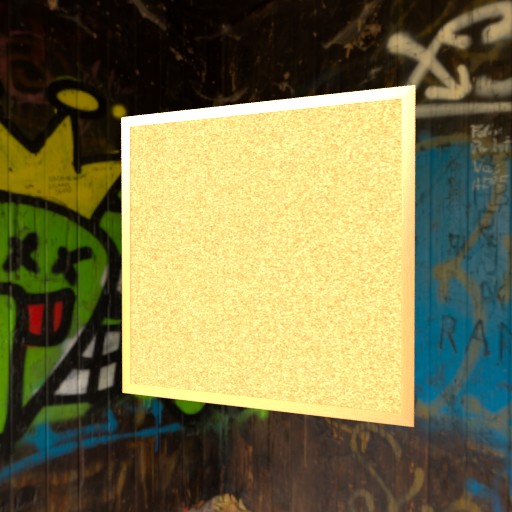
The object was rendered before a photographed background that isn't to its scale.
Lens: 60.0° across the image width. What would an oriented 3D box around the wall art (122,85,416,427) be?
[{"bbox_3d":[0.000,0.000,0.757,0.510,0.509,0.037,0,1,18],"label":"wall art"}]
